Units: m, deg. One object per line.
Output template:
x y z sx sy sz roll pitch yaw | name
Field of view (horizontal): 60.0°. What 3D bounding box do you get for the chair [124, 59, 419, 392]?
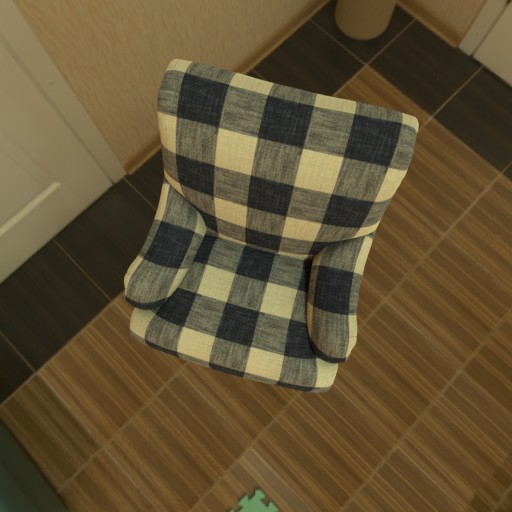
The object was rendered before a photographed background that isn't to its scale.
0.000 0.000 1.595 0.781 0.953 0.848 15 76 4 | chair
